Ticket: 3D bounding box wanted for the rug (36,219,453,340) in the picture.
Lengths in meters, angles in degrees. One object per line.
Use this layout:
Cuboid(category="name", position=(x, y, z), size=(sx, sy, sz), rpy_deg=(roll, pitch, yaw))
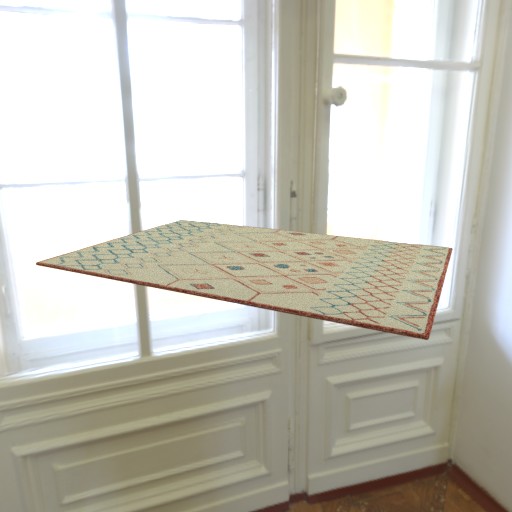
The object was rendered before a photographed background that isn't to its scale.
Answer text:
Cuboid(category="rug", position=(0.000, 0.000, 2.321), size=(1.829, 0.016, 1.219), rpy_deg=(8, 18, 25))
